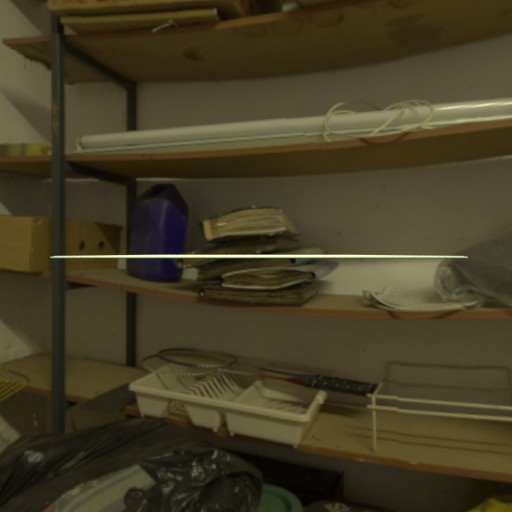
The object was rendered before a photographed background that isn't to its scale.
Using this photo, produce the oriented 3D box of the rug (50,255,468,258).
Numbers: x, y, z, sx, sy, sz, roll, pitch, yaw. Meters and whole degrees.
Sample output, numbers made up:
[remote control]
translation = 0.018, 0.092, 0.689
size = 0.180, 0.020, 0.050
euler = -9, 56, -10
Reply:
[rug]
translation = 0.000, 0.000, 3.990
size = 2.363, 0.012, 2.980
euler = 0, 0, -1
